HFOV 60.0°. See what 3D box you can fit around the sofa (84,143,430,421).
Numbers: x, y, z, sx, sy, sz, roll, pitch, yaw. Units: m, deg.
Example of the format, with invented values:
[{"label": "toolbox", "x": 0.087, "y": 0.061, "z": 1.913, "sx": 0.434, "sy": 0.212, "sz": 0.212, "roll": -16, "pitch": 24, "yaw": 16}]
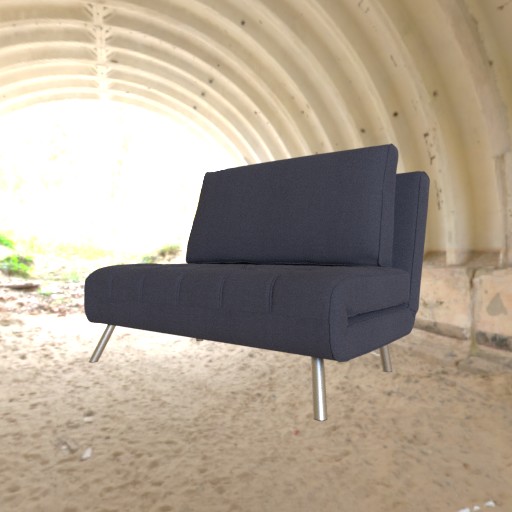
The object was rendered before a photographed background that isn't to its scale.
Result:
[{"label": "sofa", "x": 0.000, "y": 0.000, "z": 1.910, "sx": 1.220, "sy": 0.910, "sz": 0.910, "roll": 0, "pitch": 0, "yaw": 37}]
